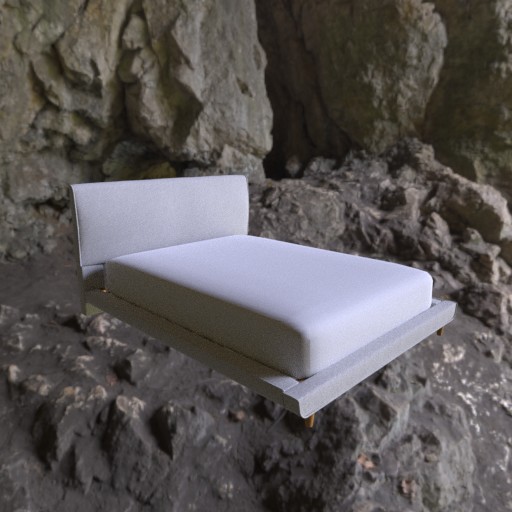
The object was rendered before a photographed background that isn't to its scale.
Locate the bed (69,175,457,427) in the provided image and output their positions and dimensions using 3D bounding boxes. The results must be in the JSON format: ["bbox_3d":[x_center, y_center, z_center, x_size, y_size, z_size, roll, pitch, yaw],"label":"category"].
[{"bbox_3d":[0.000,0.000,3.365,2.368,1.067,1.840,13,19,43],"label":"bed"}]
